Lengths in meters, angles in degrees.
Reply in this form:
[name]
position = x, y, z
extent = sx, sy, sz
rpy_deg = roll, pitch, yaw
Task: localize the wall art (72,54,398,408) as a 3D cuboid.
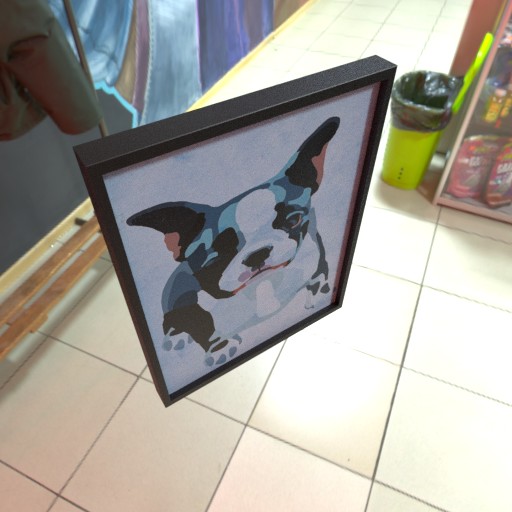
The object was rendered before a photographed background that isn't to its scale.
[wall art]
position = 0.000, 0.000, 0.497
extent = 0.294, 0.369, 0.030
rpy_deg = -25, 51, -22
